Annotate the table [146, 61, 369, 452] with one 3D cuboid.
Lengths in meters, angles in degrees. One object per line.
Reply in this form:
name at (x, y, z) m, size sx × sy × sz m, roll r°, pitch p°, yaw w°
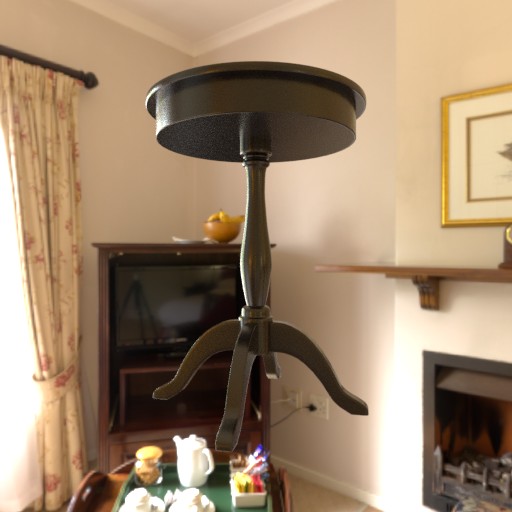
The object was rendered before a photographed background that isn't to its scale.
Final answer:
table at (0.000, 0.000, 0.989) m, size 0.481 × 0.665 × 0.481 m, roll 0°, pitch 0°, yaw 0°
